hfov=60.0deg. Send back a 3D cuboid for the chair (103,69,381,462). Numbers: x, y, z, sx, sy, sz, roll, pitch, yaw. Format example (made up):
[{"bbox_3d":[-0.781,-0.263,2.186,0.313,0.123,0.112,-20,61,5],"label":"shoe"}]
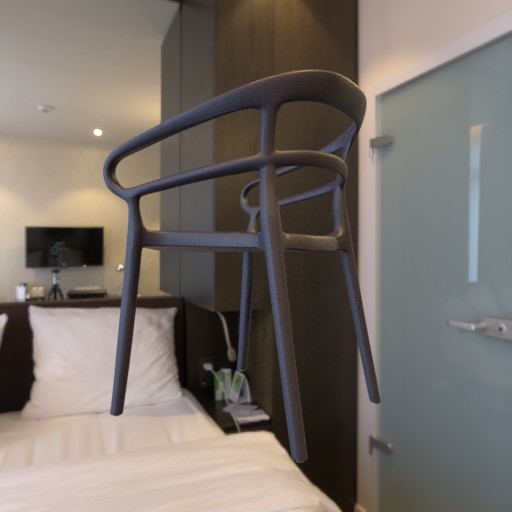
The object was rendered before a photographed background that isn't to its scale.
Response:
[{"bbox_3d":[0.000,0.000,1.123,0.527,0.761,0.559,0,1,36],"label":"chair"}]
